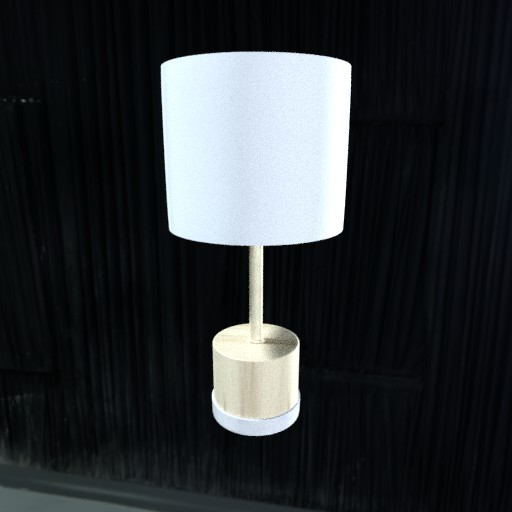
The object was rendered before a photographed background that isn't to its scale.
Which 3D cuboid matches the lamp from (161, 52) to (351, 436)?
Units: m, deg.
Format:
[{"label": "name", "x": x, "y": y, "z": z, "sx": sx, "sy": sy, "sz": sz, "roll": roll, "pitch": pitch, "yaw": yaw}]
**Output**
[{"label": "lamp", "x": 0.000, "y": 0.000, "z": 0.600, "sx": 0.229, "sy": 0.470, "sz": 0.229, "roll": 2, "pitch": 15, "yaw": 8}]
